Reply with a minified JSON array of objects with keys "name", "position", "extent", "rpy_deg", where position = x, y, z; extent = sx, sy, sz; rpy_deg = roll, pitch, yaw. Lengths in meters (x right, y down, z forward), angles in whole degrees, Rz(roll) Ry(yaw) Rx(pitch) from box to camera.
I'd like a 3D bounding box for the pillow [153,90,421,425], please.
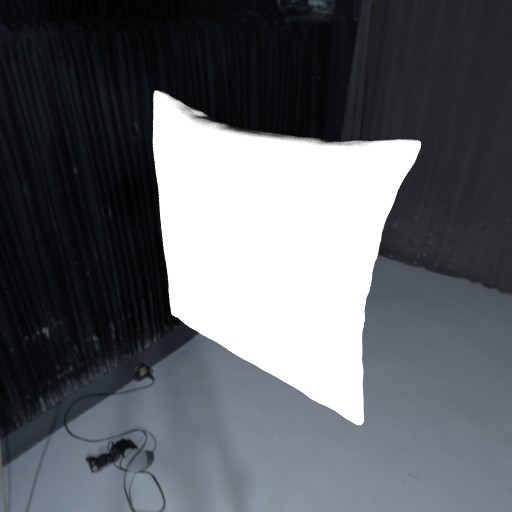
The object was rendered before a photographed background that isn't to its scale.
[{"name":"pillow","position":[0.000,0.000,0.687],"extent":[0.433,0.436,0.173],"rpy_deg":[23,38,33]}]
